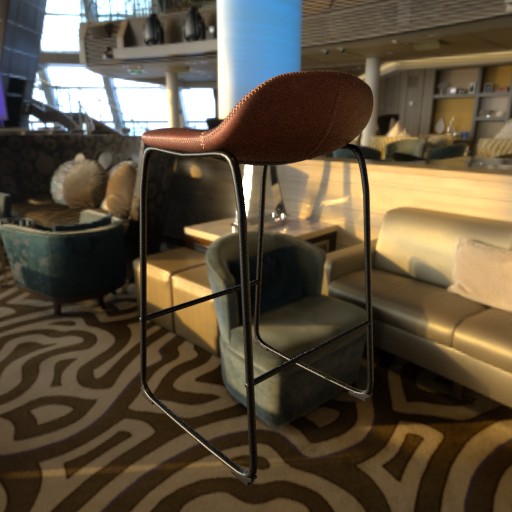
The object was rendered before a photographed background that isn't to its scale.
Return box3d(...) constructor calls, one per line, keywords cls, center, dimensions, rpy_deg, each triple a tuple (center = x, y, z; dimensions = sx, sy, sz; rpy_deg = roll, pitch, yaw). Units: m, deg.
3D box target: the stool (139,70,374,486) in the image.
box3d(cls="stool", center=(0.000, 0.000, 1.116), dimensions=(0.454, 0.830, 0.473), rpy_deg=(-15, 22, -41))
